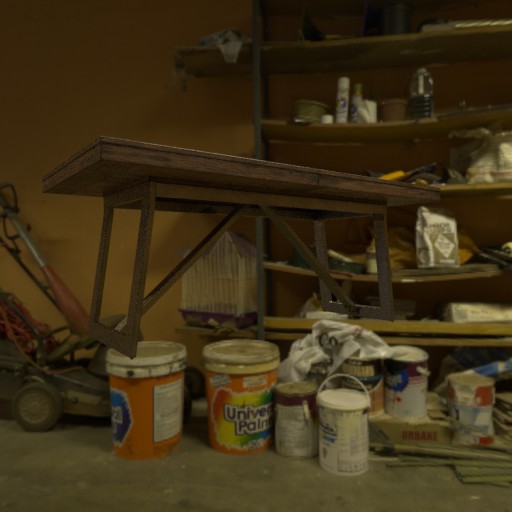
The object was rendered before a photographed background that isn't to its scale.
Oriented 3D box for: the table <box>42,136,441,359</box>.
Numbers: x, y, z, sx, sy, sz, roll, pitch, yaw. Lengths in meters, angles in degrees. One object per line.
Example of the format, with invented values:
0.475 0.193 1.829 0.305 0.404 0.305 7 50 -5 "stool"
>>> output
0.000 0.000 2.306 1.867 0.757 0.931 0 0 -36 "table"
